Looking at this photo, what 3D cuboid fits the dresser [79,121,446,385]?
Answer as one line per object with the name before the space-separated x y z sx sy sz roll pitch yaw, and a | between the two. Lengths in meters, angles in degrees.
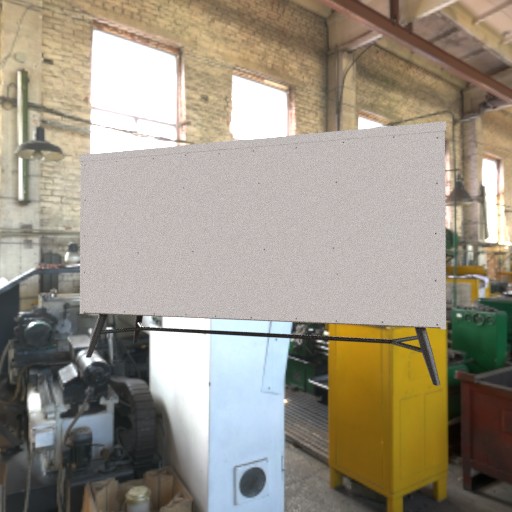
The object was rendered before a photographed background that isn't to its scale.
dresser | 0.000 0.000 1.971 1.524 0.914 0.457 0 -1 18
